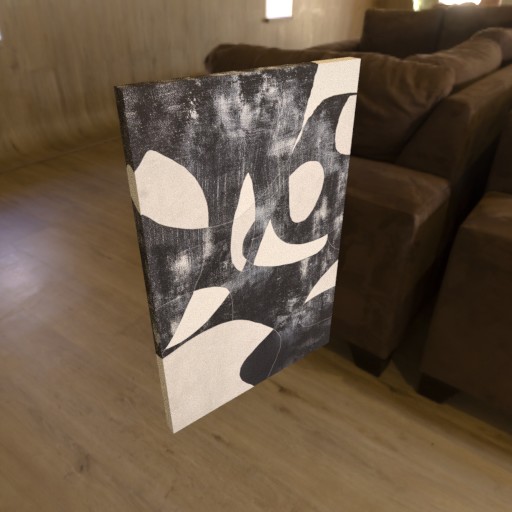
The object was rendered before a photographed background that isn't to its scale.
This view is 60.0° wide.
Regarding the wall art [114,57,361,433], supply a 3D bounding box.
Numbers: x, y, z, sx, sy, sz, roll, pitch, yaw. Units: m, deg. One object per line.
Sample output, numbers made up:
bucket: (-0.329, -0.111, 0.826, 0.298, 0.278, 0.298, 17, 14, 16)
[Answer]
wall art: (0.000, 0.000, 1.168, 0.610, 0.915, 0.041, -22, 37, -31)
